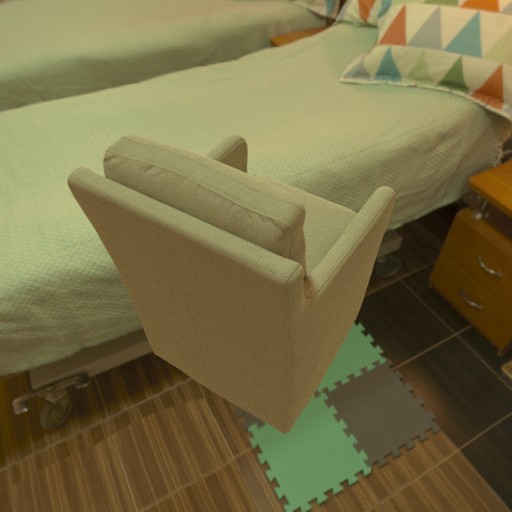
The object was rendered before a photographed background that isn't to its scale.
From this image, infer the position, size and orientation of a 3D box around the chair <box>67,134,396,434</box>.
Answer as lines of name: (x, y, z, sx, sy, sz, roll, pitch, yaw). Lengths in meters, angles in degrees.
chair: (0.000, 0.000, 1.371, 0.626, 0.914, 0.694, 25, 51, 22)
